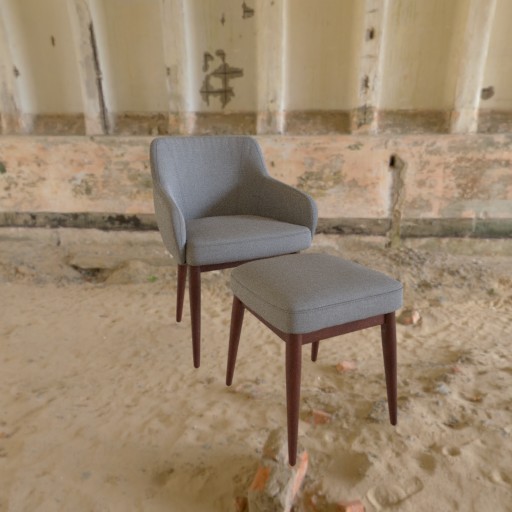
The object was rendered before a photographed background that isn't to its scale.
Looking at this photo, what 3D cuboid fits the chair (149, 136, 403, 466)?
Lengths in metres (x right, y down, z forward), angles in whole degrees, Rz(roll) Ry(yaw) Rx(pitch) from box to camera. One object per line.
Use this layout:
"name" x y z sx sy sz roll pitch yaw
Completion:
"chair" 0.000 0.000 1.577 0.584 0.799 1.107 -8 19 -26
